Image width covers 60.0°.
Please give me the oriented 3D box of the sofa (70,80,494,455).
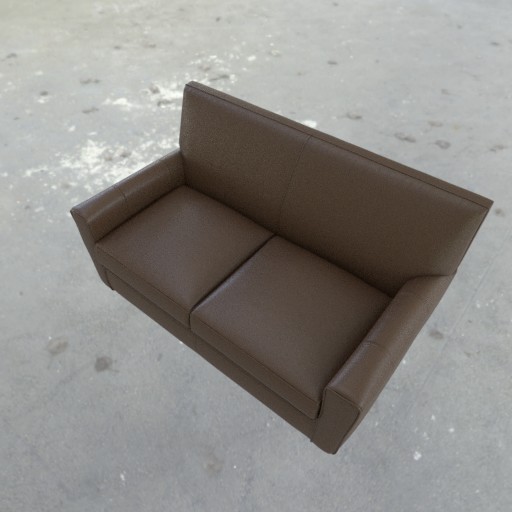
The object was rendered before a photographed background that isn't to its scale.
[{"bbox_3d":[0.000,0.000,1.947,1.468,0.859,0.853,30,54,25],"label":"sofa"}]
